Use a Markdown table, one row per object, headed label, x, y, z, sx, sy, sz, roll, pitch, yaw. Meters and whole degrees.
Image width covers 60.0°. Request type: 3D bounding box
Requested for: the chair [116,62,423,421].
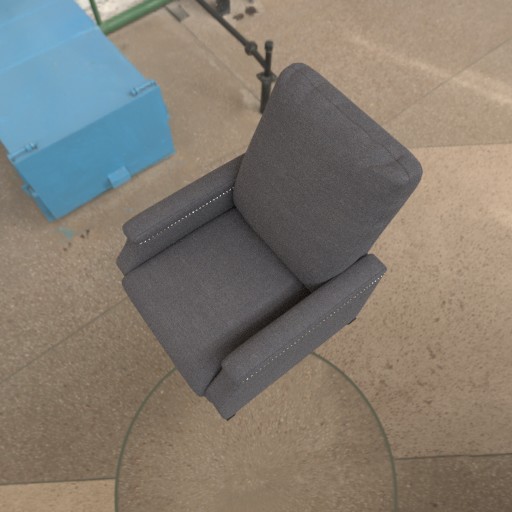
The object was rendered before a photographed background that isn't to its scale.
| label | x | y | z | sx | sy | sz | roll | pitch | yaw |
| --- | --- | --- | --- | --- | --- | --- | --- | --- | --- |
| chair | 0.000 | 0.000 | 1.649 | 0.922 | 1.049 | 0.710 | -34 | 69 | -16 |
